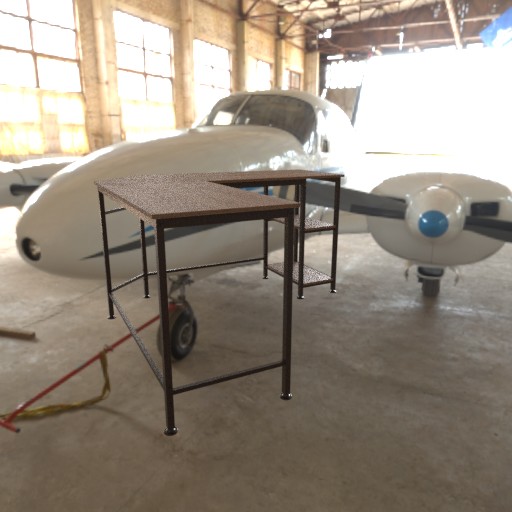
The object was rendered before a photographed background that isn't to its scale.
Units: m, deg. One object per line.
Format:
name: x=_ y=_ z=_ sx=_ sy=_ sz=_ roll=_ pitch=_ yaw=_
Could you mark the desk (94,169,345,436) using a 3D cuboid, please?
desk: x=0.000 y=0.000 z=2.251 sx=1.379 sy=0.739 sz=1.379 roll=-8 pitch=17 yaw=-26
